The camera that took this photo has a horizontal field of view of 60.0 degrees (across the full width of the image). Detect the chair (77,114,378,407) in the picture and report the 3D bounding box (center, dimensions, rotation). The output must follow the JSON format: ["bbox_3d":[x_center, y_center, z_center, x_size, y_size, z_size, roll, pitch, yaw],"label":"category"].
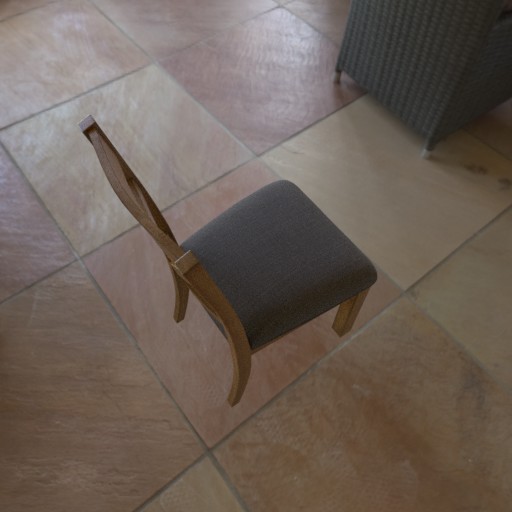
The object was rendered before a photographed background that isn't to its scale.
[{"bbox_3d":[0.000,0.000,1.242,0.581,0.949,0.470,-31,63,-18],"label":"chair"}]
